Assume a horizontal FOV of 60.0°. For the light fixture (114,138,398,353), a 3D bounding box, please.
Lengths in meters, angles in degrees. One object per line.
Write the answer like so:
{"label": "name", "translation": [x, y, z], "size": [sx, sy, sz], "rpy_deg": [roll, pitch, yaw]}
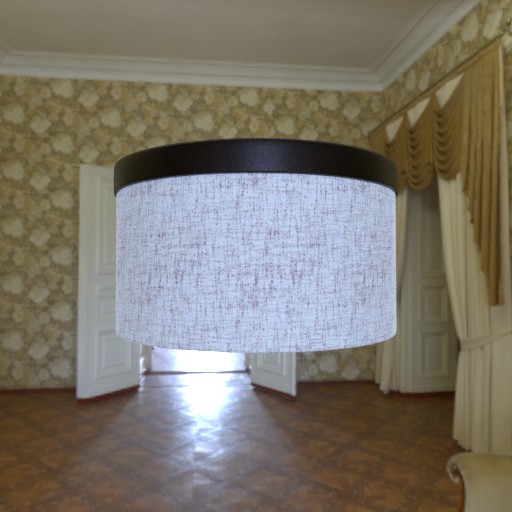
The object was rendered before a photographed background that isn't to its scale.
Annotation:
{"label": "light fixture", "translation": [0.000, 0.000, 0.635], "size": [0.389, 0.229, 0.389], "rpy_deg": [0, -1, 0]}
